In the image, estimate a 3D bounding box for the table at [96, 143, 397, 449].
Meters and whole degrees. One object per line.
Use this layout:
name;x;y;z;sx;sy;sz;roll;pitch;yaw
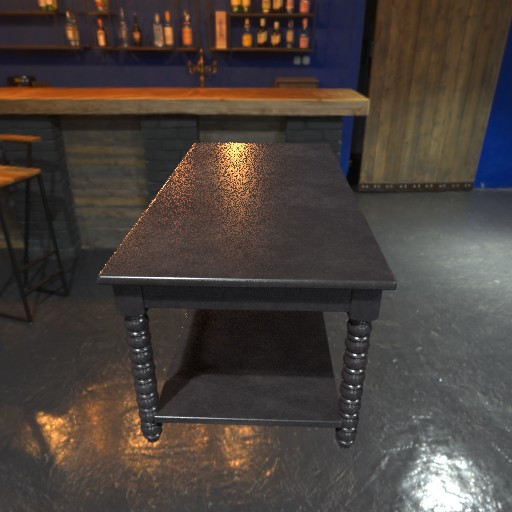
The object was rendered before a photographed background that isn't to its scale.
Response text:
table;0.000;0.000;1.462;0.580;0.487;1.171;1;27;2
